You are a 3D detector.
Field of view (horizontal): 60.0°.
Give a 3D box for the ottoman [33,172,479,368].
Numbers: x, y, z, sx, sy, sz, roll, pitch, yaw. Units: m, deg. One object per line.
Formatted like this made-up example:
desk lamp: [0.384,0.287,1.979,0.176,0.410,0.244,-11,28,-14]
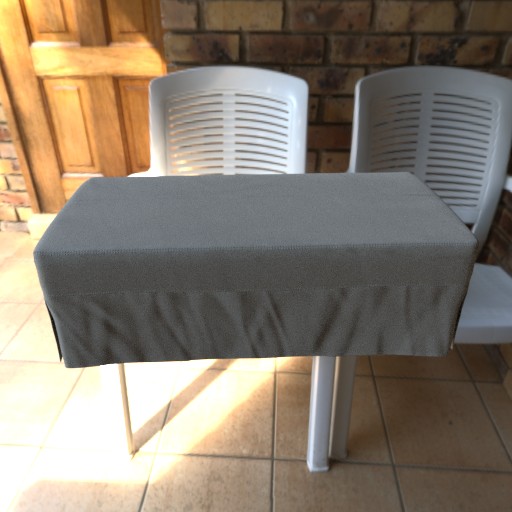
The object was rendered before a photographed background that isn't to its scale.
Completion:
ottoman: [0.000,0.000,1.673,1.388,0.457,0.665,-1,31,-2]
